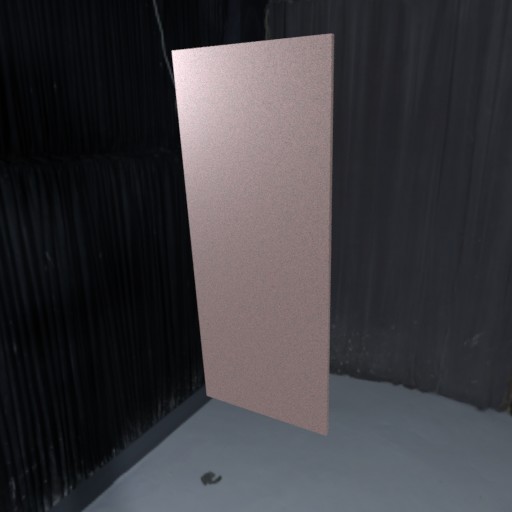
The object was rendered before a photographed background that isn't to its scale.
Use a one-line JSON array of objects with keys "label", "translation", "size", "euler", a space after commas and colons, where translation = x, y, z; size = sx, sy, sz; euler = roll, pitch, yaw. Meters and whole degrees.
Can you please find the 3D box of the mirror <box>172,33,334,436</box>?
[{"label": "mirror", "translation": [0.000, 0.000, 2.328], "size": [0.812, 2.020, 0.221], "euler": [8, 18, 28]}]
